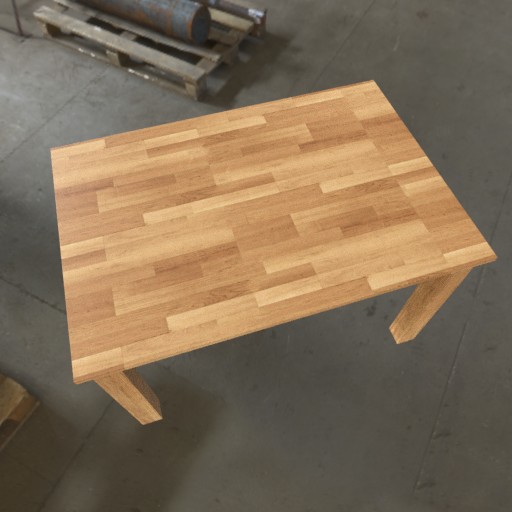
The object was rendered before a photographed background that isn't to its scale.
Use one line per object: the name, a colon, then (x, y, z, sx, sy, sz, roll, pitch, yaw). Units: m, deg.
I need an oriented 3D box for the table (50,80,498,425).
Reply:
table: (0.000, 0.000, 1.826, 1.300, 0.750, 0.900, -15, 60, -9)
